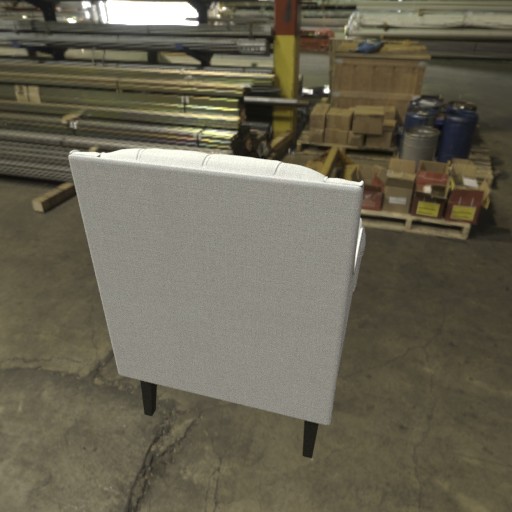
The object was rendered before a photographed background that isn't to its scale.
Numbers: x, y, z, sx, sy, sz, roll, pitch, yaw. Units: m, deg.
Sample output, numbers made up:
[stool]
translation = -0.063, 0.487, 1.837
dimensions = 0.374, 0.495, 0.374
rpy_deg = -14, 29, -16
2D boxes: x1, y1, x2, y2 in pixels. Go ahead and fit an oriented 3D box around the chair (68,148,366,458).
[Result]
[chair]
translation = 0.000, 0.000, 1.418
dimensions = 0.658, 0.891, 0.772
rpy_deg = 9, 33, 14
